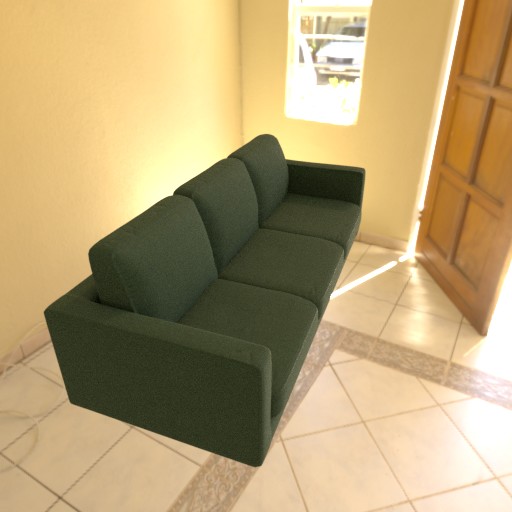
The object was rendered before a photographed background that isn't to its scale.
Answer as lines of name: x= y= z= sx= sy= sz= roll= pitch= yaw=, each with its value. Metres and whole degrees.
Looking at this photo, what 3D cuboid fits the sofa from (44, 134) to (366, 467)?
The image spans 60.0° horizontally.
sofa: x=0.000 y=0.000 z=2.397 sx=0.879 sy=0.899 sz=2.029 roll=11 pitch=31 yaw=18
